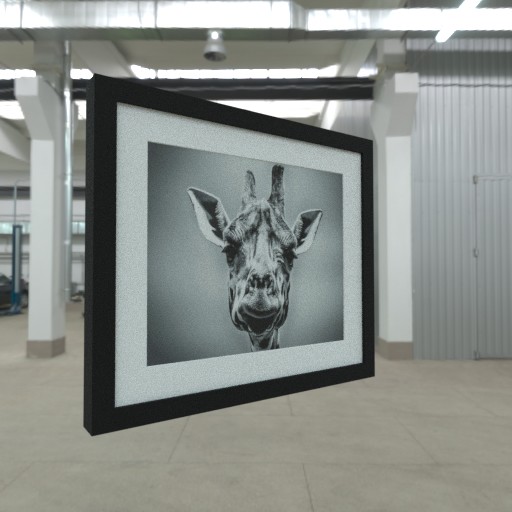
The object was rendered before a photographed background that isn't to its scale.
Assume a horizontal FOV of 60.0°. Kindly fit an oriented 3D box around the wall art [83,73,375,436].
[{"bbox_3d":[0.000,0.000,0.523,0.381,0.330,0.031,1,-2,-35],"label":"wall art"}]
